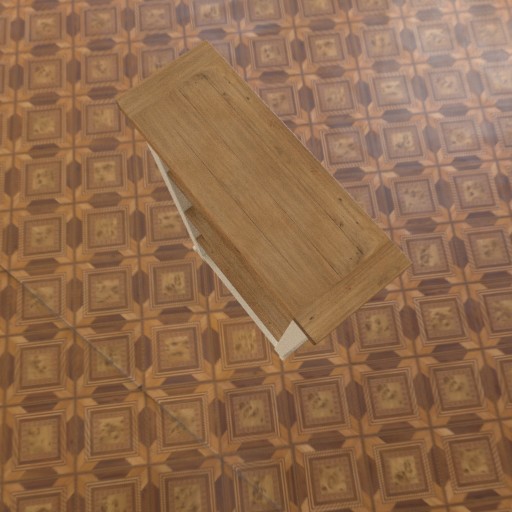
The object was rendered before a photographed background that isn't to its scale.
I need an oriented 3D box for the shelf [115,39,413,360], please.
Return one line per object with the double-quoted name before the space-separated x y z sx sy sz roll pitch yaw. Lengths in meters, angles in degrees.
"shelf" 0.000 0.000 2.294 0.381 1.878 1.022 -38 78 -10
